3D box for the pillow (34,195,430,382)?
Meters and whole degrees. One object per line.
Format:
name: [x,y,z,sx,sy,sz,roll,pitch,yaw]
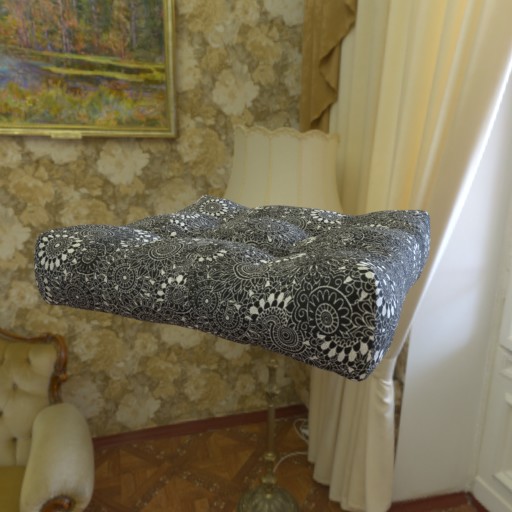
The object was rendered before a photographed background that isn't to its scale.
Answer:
pillow: [0.000,0.000,0.711,0.490,0.128,0.468,7,16,25]
